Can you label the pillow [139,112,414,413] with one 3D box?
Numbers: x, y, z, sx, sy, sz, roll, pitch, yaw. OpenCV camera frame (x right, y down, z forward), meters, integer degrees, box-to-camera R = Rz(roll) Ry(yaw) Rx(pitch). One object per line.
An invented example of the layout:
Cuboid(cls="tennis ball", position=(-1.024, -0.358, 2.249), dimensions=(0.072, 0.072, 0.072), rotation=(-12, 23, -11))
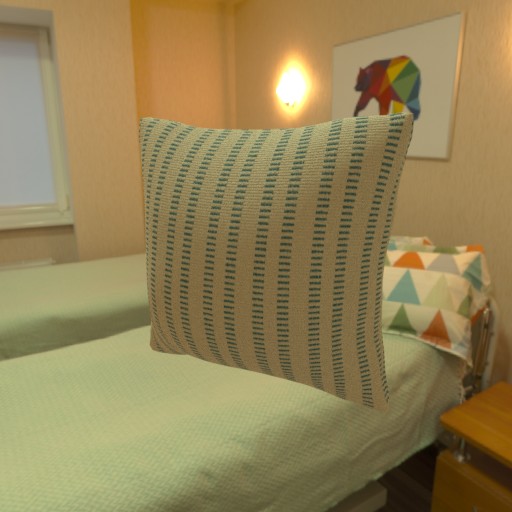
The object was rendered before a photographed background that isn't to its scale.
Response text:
Cuboid(cls="pillow", position=(0.000, 0.000, 0.689), dimensions=(0.438, 0.419, 0.247), rotation=(8, 17, 26))
